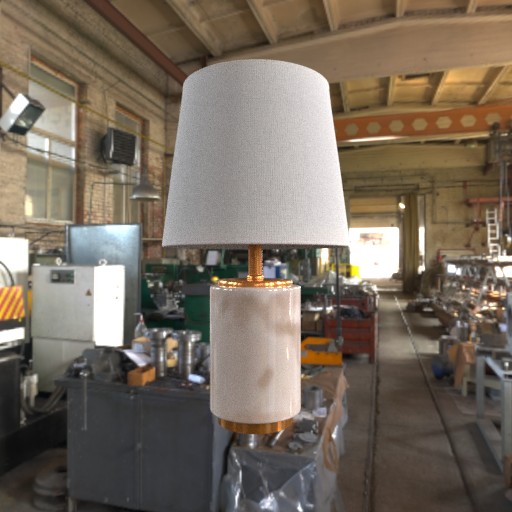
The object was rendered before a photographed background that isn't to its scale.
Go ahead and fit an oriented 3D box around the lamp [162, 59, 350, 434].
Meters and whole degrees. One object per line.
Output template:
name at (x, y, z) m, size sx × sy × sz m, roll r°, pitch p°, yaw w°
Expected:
lamp at (0.000, 0.000, 0.457) m, size 0.189 × 0.340 × 0.189 m, roll 0°, pitch 0°, yaw 0°
